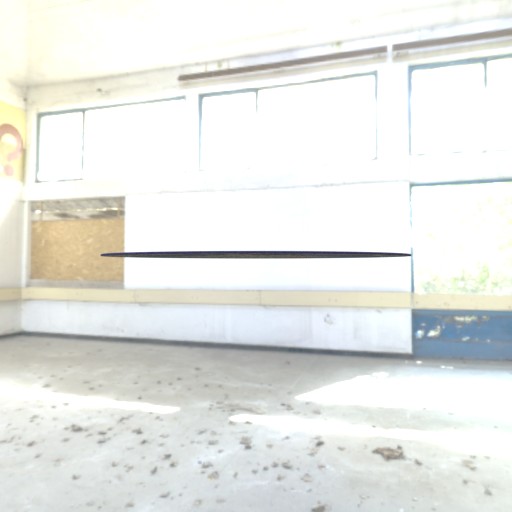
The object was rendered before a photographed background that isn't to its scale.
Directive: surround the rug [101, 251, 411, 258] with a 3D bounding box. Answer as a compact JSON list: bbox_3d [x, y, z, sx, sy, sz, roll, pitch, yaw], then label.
[{"bbox_3d":[0.000,0.000,3.602,2.386,0.014,2.386,0,-1,0],"label":"rug"}]
